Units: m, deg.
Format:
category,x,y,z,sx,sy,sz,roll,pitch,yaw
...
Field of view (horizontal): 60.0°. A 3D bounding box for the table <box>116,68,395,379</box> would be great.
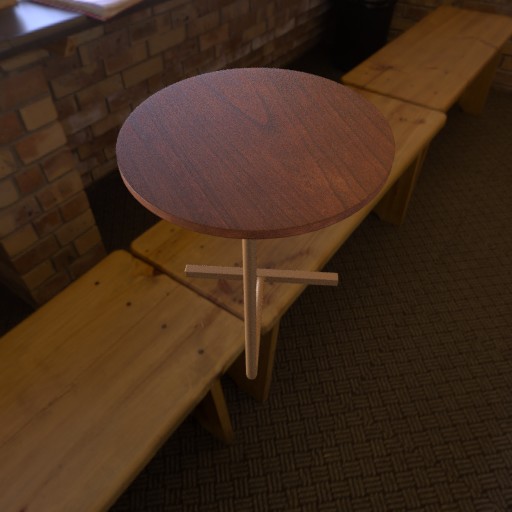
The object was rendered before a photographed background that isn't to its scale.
category,x,y,z,sx,sy,sz,roll,pitch,yaw
table,0.000,0.000,1.120,0.530,0.706,0.577,3,46,3
